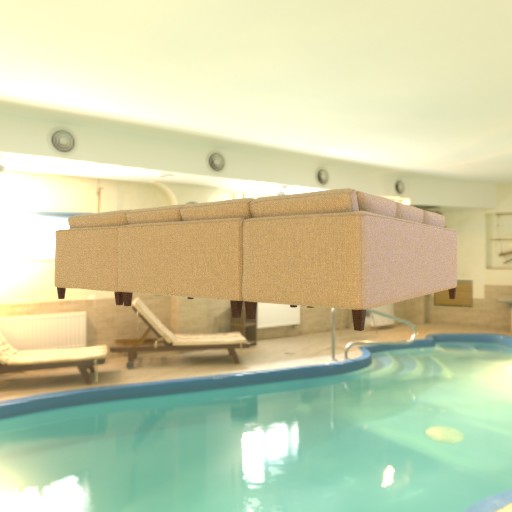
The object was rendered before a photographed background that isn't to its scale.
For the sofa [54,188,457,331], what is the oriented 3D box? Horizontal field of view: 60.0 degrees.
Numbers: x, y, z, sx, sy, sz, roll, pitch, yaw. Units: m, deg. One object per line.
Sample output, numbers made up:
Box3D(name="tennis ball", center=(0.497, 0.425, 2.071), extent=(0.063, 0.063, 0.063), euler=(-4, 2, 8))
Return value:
Box3D(name="sofa", center=(0.000, 0.000, 4.597), extent=(3.403, 0.889, 2.551), euler=(0, 0, 36))
